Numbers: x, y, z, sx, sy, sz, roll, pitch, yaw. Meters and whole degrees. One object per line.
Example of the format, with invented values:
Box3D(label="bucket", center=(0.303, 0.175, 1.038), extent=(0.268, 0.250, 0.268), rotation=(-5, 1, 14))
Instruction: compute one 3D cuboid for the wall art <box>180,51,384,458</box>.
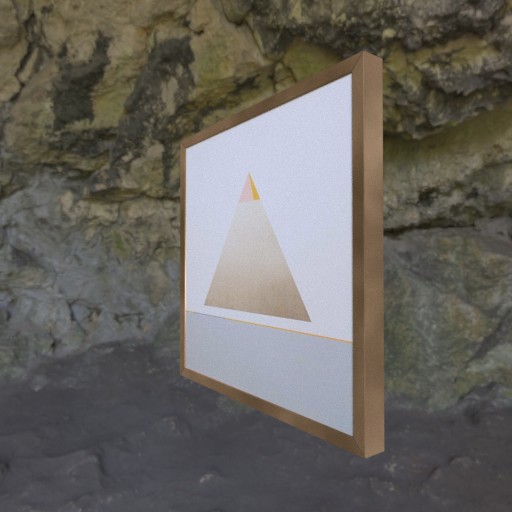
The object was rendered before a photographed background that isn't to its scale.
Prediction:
Box3D(label="wall art", center=(0.000, 0.000, 0.773), extent=(0.038, 0.511, 0.513), rotation=(1, -1, -36))
